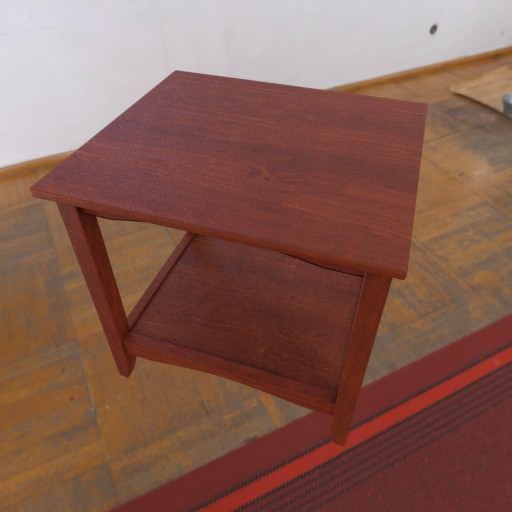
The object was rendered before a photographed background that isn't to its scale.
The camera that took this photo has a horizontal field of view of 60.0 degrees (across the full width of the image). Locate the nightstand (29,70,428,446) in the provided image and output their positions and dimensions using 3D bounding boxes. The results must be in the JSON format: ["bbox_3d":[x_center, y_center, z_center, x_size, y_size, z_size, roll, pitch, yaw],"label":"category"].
[{"bbox_3d":[0.000,0.000,0.968,0.558,0.558,0.501,13,45,13],"label":"nightstand"}]
